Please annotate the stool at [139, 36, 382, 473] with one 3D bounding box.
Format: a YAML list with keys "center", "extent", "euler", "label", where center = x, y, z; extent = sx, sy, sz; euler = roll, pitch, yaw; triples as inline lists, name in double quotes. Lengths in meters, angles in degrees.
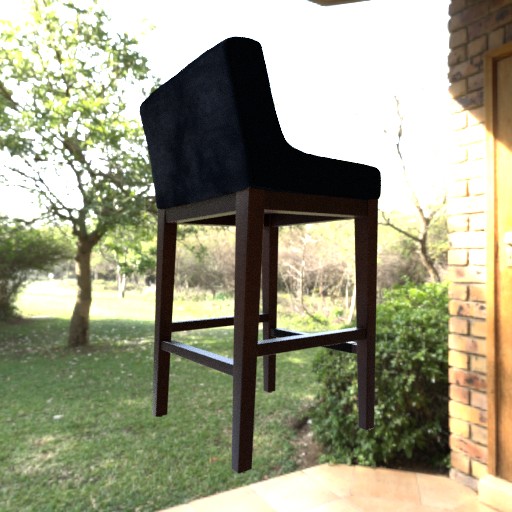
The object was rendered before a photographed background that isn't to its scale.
- center: [0.000, 0.000, 1.256]
  extent: [0.516, 0.945, 0.511]
  euler: [1, -1, -36]
  label: "stool"
